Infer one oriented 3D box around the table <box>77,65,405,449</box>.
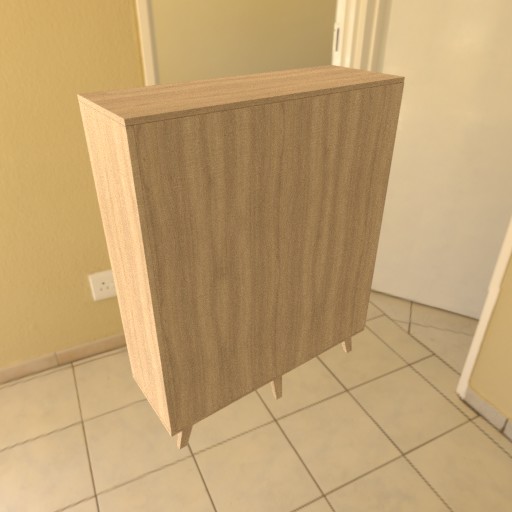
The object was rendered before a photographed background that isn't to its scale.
[{"bbox_3d":[0.000,0.000,1.898,1.111,1.388,0.398,-20,36,-30],"label":"table"}]
